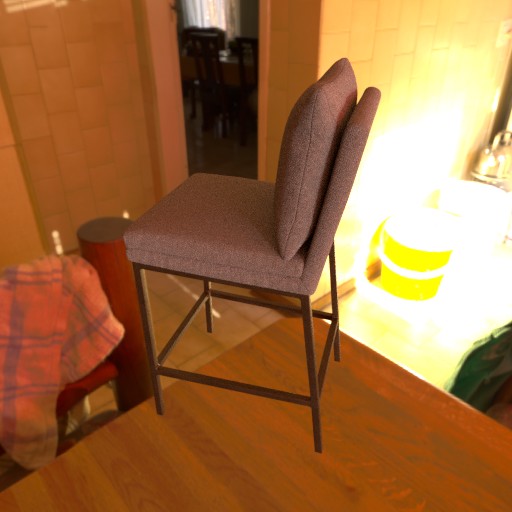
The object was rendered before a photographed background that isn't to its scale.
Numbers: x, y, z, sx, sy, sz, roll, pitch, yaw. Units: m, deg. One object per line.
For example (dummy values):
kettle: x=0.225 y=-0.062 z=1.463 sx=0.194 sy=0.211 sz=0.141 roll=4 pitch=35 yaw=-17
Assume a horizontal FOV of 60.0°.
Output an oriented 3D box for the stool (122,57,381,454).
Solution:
stool: x=0.000 y=0.000 z=1.291 sx=0.569 sy=1.031 sz=0.463 roll=9 pitch=31 yaw=15
